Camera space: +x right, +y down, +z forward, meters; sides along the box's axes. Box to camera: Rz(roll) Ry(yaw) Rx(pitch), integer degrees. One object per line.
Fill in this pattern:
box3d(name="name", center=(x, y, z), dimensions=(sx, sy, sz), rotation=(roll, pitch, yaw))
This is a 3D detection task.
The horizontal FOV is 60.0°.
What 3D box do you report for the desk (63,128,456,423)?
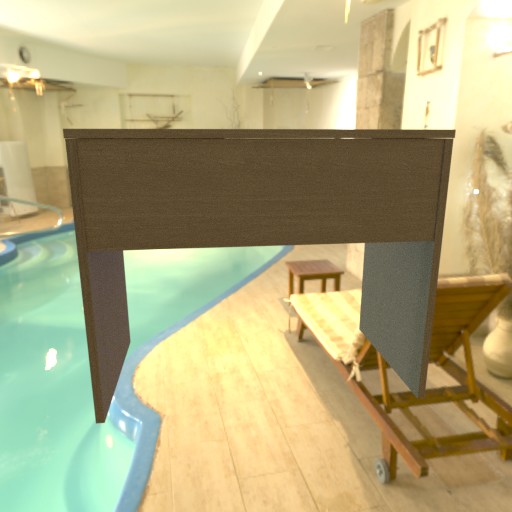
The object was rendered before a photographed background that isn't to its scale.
box3d(name="desk", center=(0.000, 0.000, 1.329), dimensions=(0.893, 0.724, 0.498), rotation=(-2, 15, -7))
